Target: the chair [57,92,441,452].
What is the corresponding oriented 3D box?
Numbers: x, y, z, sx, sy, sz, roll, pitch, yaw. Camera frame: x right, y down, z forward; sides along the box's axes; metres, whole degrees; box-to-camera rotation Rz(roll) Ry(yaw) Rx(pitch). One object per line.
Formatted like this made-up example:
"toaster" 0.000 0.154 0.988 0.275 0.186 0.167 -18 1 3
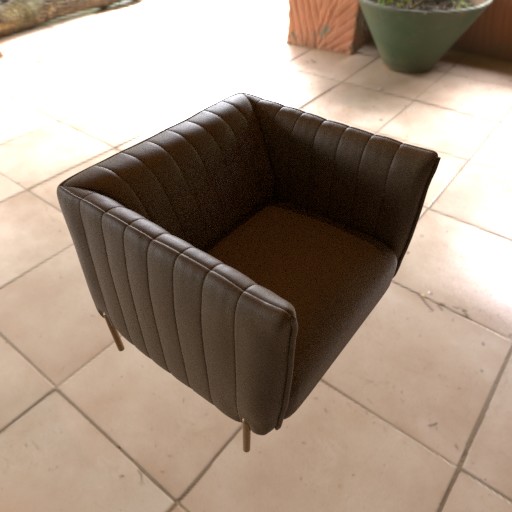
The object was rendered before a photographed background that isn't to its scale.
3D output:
"chair" 0.000 0.000 1.653 0.876 0.779 0.981 27 49 27
